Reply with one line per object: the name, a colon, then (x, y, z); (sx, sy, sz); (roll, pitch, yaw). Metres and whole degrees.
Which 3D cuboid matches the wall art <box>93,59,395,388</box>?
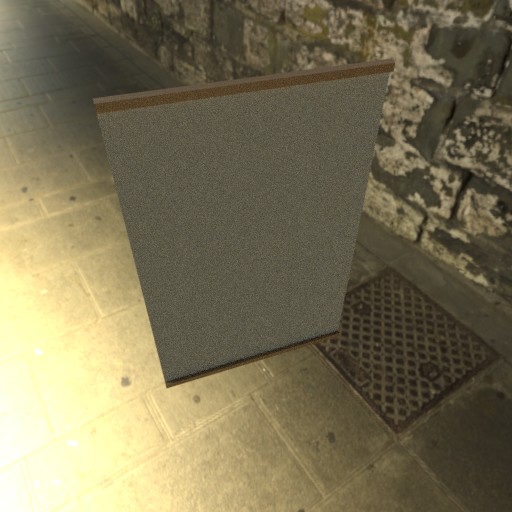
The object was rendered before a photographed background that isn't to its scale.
wall art: (0.000, 0.000, 1.288); (0.669, 1.020, 0.027); (-14, 44, -14)
